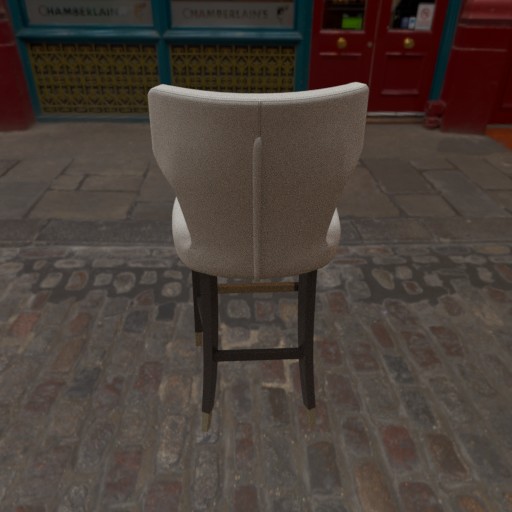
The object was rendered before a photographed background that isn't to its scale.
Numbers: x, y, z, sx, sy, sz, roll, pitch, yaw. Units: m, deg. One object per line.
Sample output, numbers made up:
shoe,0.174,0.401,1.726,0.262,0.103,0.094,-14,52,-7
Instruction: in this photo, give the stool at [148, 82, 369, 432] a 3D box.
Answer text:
stool,0.000,0.000,1.420,0.526,1.092,0.563,-1,30,-2
